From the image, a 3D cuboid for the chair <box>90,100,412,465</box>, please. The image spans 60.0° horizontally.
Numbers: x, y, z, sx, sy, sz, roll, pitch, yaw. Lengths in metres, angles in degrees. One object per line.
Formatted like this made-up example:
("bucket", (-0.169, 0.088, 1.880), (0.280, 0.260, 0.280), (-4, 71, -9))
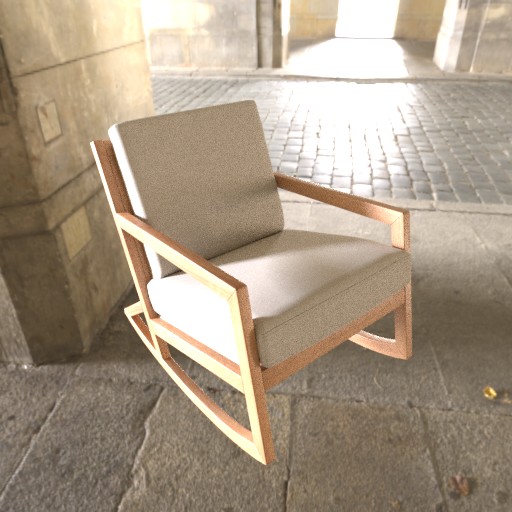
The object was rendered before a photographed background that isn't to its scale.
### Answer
("chair", (0.000, 0.000, 1.413), (0.622, 0.790, 0.857), (-23, 38, -32))
